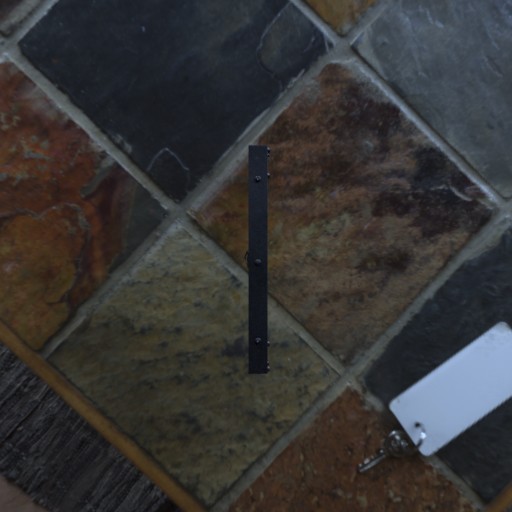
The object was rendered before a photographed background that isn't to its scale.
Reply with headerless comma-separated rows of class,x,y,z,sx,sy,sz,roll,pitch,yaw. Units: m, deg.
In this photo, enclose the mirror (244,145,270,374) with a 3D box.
mirror,0.000,0.000,1.213,0.042,1.080,0.354,0,91,0
